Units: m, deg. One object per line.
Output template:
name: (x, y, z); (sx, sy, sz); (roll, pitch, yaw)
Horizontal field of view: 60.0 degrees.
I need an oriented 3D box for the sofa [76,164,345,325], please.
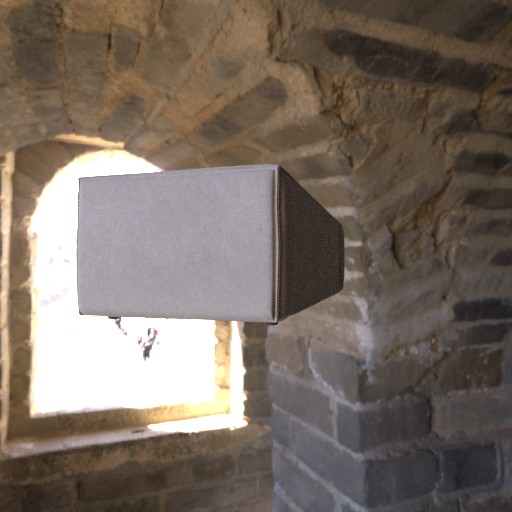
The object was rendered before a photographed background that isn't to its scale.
sofa: (0.000, 0.000, 3.177); (1.038, 0.680, 2.697); (0, -2, 16)
